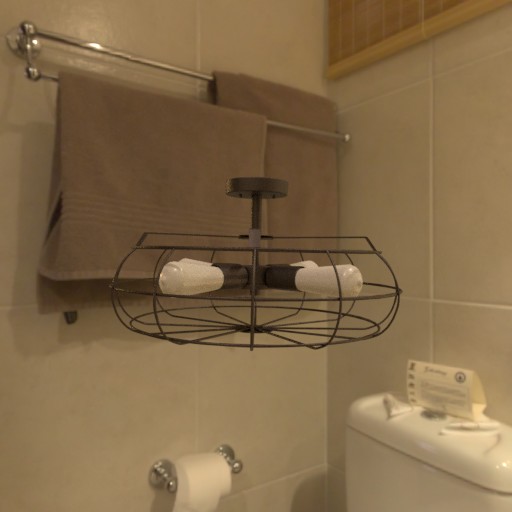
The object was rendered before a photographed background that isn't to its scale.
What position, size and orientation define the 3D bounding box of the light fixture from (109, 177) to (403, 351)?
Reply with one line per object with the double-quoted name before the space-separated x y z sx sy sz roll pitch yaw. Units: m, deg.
"light fixture" 0.000 0.000 0.927 0.582 0.311 0.582 0 0 0
